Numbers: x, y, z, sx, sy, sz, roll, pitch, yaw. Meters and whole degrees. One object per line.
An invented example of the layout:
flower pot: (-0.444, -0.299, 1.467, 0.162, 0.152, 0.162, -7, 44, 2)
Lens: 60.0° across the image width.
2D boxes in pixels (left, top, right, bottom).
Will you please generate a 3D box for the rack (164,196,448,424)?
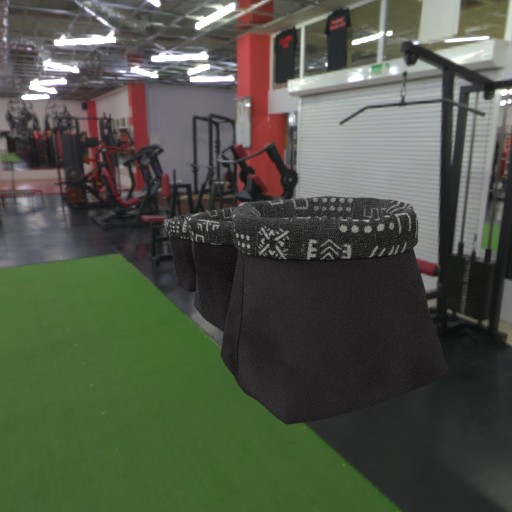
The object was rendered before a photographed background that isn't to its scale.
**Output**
rack: (0.000, 0.000, 1.094, 0.379, 0.323, 0.905, -7, 16, -26)
